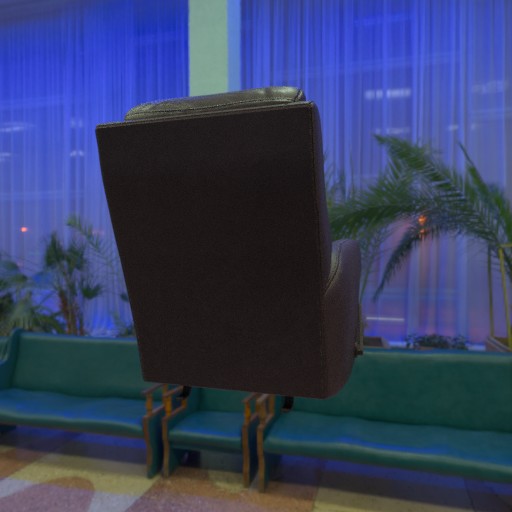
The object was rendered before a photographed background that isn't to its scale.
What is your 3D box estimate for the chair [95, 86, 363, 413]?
[{"bbox_3d":[0.000,0.000,1.771,0.829,1.030,1.080,0,1,18],"label":"chair"}]
